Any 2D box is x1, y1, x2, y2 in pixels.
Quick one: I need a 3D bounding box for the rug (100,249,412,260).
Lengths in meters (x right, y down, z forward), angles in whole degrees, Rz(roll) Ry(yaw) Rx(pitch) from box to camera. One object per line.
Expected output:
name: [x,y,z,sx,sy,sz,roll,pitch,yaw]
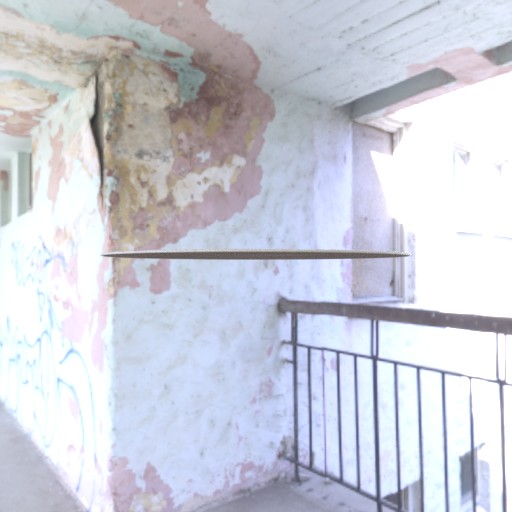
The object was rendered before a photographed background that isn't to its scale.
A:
rug: [0.000,0.000,2.402,1.593,0.012,1.593,0,-2,0]
